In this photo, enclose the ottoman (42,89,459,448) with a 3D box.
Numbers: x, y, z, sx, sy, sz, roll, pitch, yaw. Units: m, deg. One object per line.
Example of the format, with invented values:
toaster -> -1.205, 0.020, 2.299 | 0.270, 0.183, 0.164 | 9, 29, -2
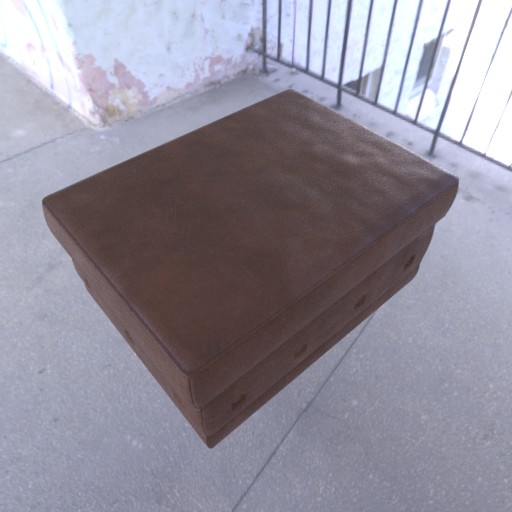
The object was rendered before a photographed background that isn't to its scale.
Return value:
ottoman -> 0.000, 0.000, 1.174 | 0.795, 0.509, 0.588 | -33, 56, -26
